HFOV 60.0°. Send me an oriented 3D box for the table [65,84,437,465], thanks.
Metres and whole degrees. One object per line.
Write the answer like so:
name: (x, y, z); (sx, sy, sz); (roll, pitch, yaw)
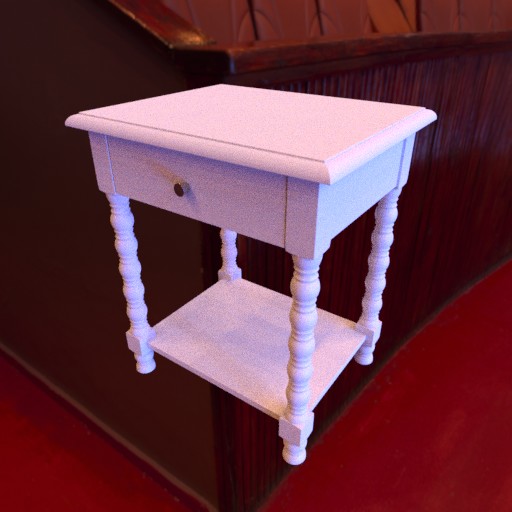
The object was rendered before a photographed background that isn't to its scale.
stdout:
table: (0.000, 0.000, 0.831); (0.460, 0.531, 0.381); (19, 35, 30)
